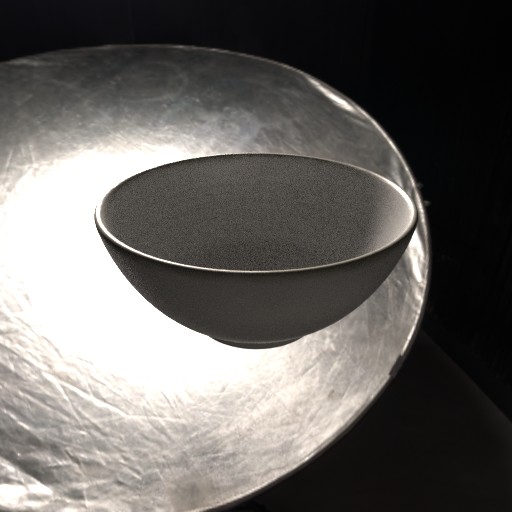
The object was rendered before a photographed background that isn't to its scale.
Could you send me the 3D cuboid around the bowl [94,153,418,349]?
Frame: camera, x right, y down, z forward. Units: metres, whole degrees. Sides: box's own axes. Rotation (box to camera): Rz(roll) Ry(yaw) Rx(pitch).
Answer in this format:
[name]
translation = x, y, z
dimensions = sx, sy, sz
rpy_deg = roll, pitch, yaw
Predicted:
[bowl]
translation = 0.000, 0.000, 0.412
dimensions = 0.268, 0.121, 0.268
rpy_deg = 0, 29, 0
